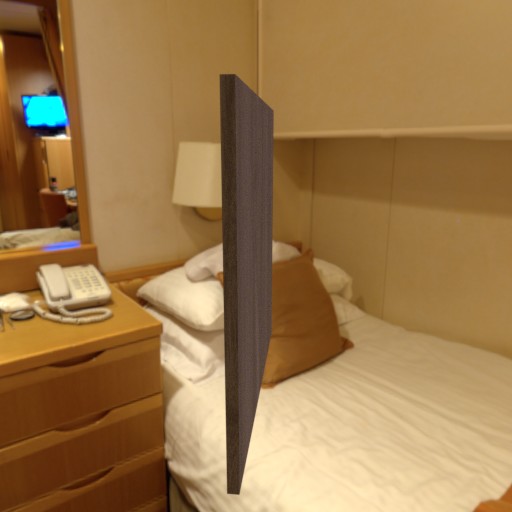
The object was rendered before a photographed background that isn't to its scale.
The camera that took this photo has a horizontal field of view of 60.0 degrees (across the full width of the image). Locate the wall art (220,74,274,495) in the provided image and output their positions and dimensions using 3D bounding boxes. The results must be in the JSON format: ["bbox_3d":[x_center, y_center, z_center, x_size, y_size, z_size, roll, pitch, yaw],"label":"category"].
[{"bbox_3d":[0.000,0.000,0.754,0.016,0.507,0.508,2,14,6],"label":"wall art"}]
